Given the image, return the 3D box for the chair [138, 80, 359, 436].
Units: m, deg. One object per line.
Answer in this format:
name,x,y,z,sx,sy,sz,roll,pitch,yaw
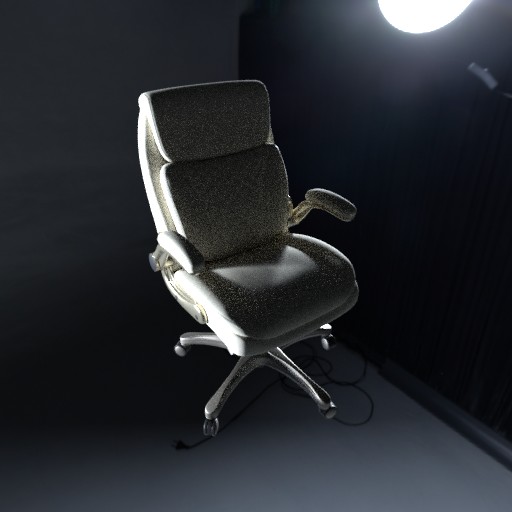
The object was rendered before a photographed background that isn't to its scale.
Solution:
chair,0.000,0.000,1.638,0.740,1.110,0.794,-22,37,-33
